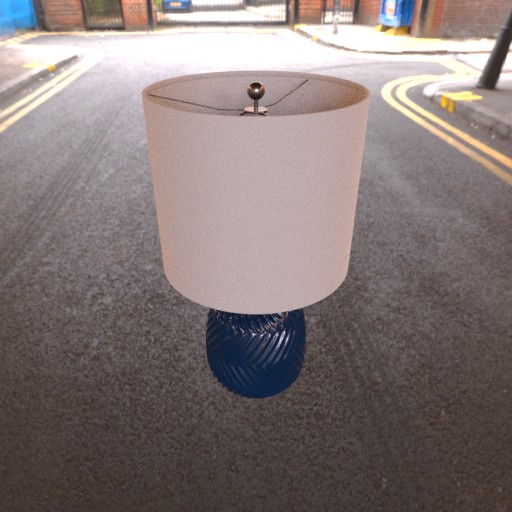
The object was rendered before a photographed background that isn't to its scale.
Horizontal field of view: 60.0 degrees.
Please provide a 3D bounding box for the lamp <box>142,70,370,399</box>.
[{"bbox_3d":[0.000,0.000,0.495,0.203,0.368,0.203,19,36,29],"label":"lamp"}]
